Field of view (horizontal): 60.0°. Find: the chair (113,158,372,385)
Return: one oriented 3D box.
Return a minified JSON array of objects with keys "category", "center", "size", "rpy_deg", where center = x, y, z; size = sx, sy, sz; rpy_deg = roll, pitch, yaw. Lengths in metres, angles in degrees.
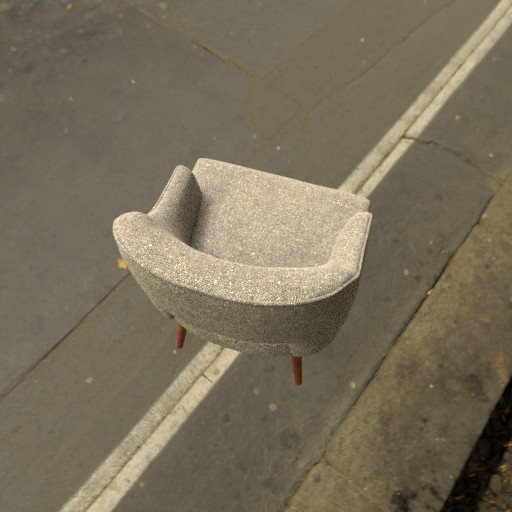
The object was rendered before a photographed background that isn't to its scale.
[{"category":"chair","center":[0.000,0.000,1.301],"size":[0.608,0.875,0.629],"rpy_deg":[15,64,8]}]
